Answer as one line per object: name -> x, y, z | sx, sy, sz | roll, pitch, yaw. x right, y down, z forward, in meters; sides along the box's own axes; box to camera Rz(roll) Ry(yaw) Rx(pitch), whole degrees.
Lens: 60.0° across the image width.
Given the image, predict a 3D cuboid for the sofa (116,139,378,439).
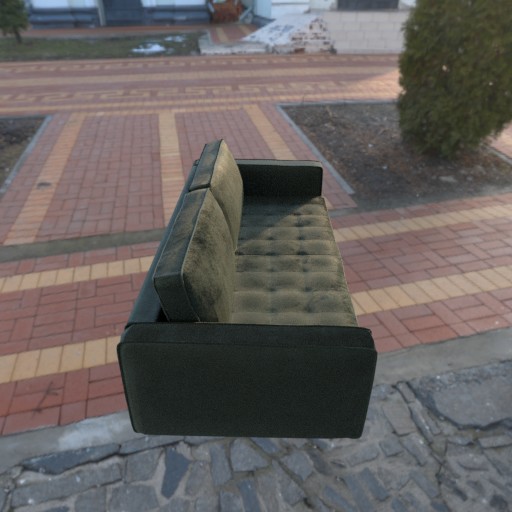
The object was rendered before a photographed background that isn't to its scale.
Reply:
sofa -> 0.000, 0.000, 2.285 | 0.886, 0.781, 1.816 | 1, 31, 1
